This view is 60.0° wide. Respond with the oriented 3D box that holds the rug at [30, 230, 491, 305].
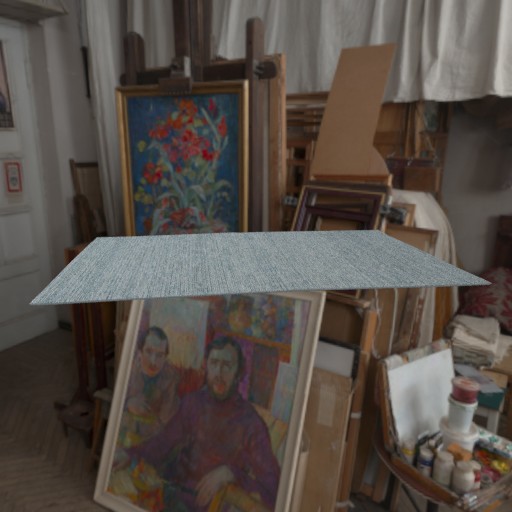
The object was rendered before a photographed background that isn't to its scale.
[{"bbox_3d":[0.000,0.000,2.315,1.853,0.022,1.174,-2,15,-7],"label":"rug"}]
